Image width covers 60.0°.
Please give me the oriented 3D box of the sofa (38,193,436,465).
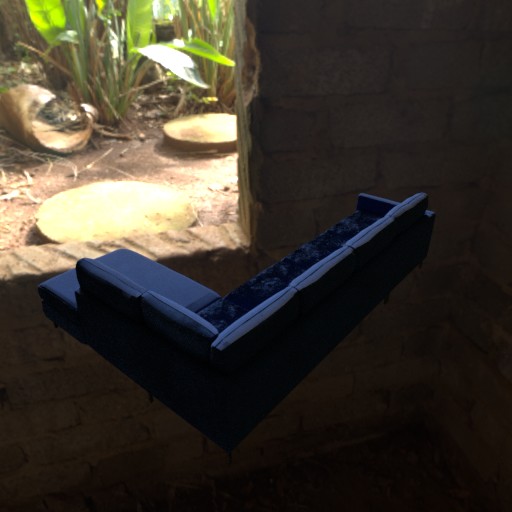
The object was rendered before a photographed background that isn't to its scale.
[{"bbox_3d":[0.000,0.000,3.254,1.707,0.687,2.486,22,37,34],"label":"sofa"}]
